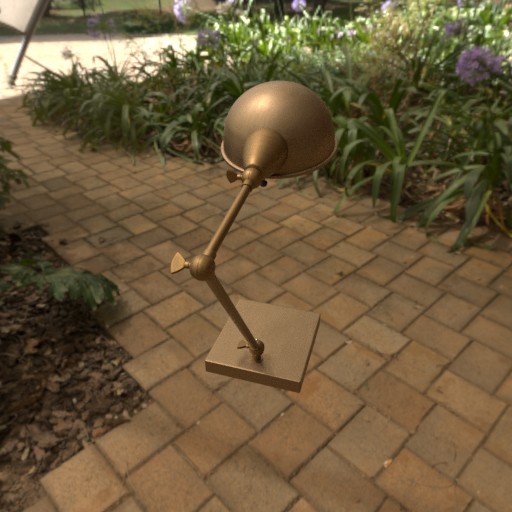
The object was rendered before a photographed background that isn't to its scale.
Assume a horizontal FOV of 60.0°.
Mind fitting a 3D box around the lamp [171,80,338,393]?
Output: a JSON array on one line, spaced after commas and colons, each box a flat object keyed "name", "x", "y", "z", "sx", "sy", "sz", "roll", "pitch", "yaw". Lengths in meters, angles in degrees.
[{"name": "lamp", "x": 0.000, "y": 0.000, "z": 0.541, "sx": 0.149, "sy": 0.371, "sz": 0.339, "roll": 9, "pitch": 32, "yaw": 15}]
